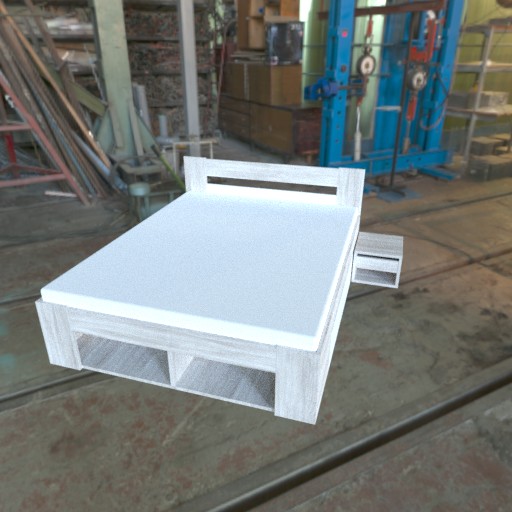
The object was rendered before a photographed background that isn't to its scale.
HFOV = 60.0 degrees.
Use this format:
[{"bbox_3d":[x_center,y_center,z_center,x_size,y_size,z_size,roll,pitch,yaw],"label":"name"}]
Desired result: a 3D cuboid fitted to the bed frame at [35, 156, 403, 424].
[{"bbox_3d":[0.000,0.000,3.185,2.040,0.860,2.050,8,26,16],"label":"bed frame"}]
